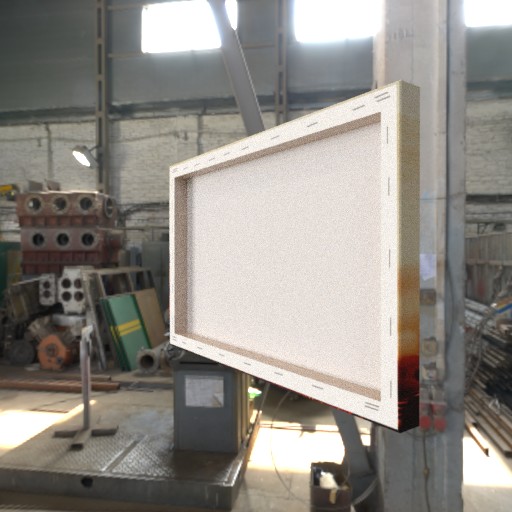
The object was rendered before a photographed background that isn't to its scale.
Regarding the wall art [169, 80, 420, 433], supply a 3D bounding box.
[{"bbox_3d":[0.000,0.000,0.762,0.040,0.402,0.613,0,0,-36],"label":"wall art"}]
